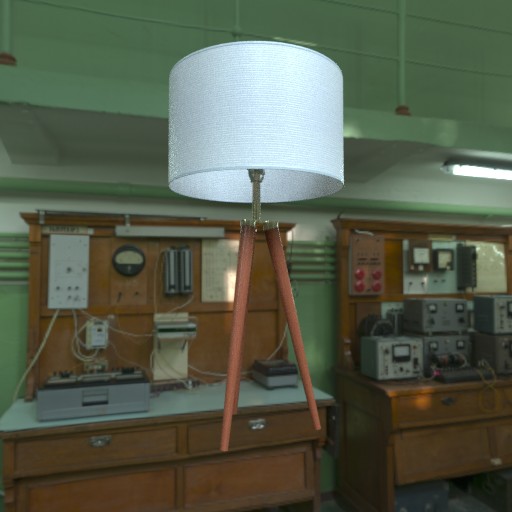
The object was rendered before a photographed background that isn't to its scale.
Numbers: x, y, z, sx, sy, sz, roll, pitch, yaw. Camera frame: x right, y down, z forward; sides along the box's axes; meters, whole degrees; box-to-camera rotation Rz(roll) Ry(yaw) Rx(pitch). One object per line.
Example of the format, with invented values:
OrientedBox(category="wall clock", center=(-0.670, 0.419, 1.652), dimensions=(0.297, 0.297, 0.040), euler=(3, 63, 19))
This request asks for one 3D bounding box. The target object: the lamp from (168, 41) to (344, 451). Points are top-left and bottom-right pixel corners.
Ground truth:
OrientedBox(category="lamp", center=(0.000, 0.000, 0.907), dimensions=(0.355, 0.709, 0.354), euler=(1, -2, -19))
